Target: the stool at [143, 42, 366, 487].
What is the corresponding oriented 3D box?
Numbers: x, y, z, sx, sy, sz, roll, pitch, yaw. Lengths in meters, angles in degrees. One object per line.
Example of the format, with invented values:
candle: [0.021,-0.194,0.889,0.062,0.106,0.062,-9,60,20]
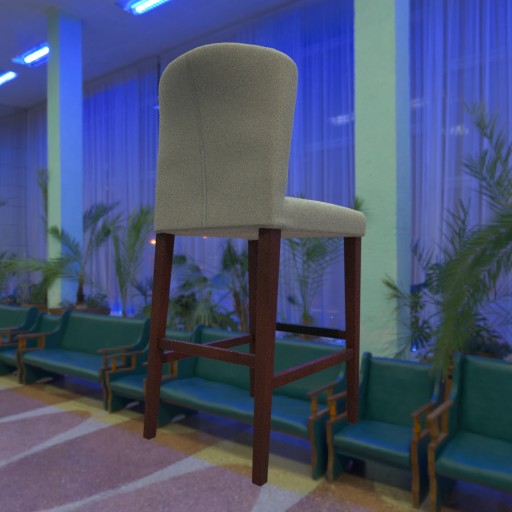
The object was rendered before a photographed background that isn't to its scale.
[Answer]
stool: [0.000,0.000,1.362,0.479,1.069,0.568,0,0,39]
